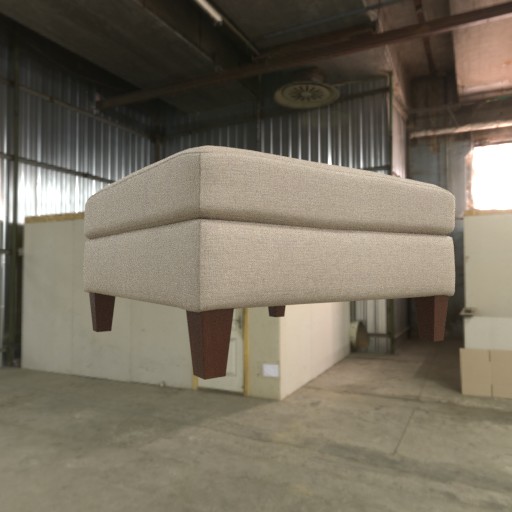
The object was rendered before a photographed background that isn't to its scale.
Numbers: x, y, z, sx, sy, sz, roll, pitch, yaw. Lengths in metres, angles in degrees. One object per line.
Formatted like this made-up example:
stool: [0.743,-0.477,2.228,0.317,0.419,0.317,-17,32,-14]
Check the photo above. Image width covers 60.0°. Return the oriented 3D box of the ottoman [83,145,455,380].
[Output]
ottoman: [0.000,0.000,1.356,0.838,0.481,0.838,1,-2,-35]
